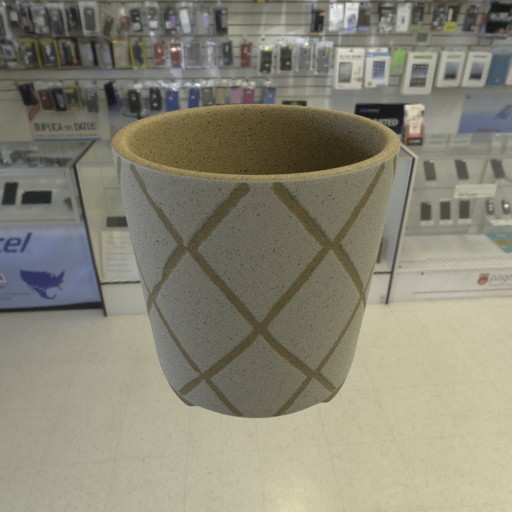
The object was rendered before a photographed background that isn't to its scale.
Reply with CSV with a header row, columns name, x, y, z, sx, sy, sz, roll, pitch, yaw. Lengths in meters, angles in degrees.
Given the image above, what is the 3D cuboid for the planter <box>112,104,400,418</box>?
name,x,y,z,sx,sy,sz,roll,pitch,yaw
planter,0.000,0.000,0.420,0.228,0.235,0.228,0,30,0
